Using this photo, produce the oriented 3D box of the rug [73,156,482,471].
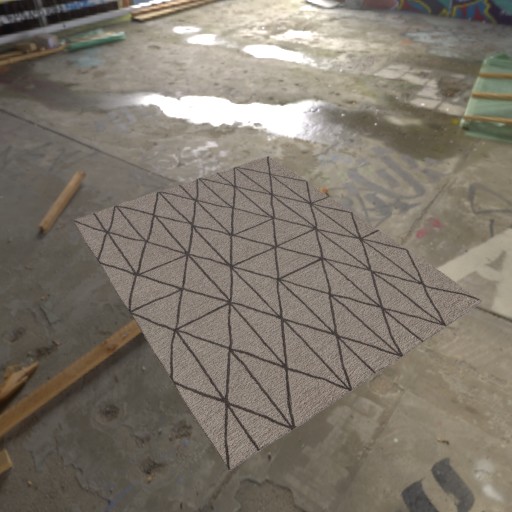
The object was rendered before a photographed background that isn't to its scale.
[{"bbox_3d":[0.000,0.000,4.077,2.468,0.022,3.061,-24,46,-25],"label":"rug"}]
